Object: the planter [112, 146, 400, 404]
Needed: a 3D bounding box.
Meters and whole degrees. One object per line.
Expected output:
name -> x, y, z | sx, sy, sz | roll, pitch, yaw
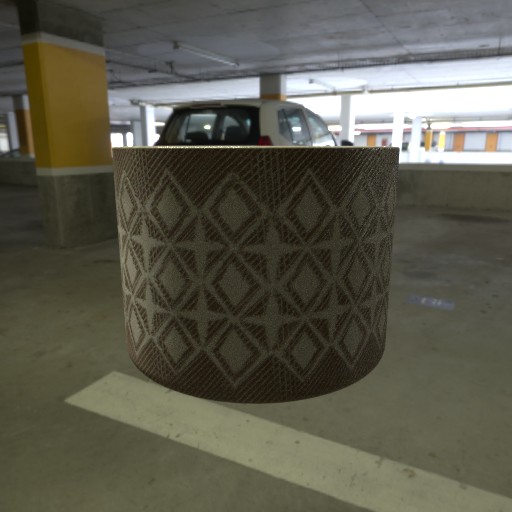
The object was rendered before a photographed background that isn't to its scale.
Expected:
planter -> 0.000, 0.000, 0.216 | 0.126, 0.104, 0.126 | 0, 14, 0
